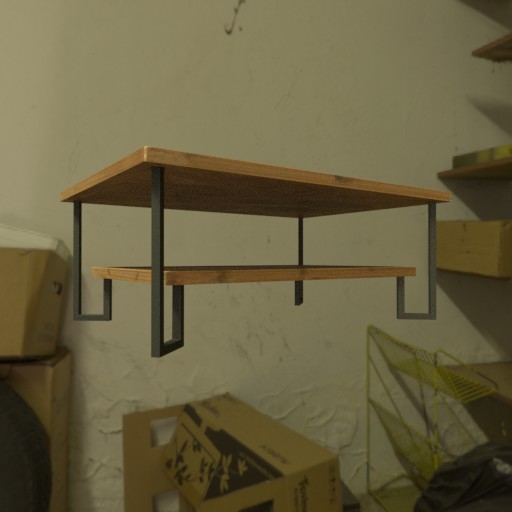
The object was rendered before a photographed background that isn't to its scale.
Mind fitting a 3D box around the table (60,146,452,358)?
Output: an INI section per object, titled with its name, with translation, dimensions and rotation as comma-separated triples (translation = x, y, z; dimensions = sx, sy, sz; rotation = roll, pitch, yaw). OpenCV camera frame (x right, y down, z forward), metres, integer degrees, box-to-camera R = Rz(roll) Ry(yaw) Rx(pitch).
[table]
translation = 0.000, 0.000, 1.713
dimensions = 1.238, 0.492, 0.877
rotation = 0, 0, -35
